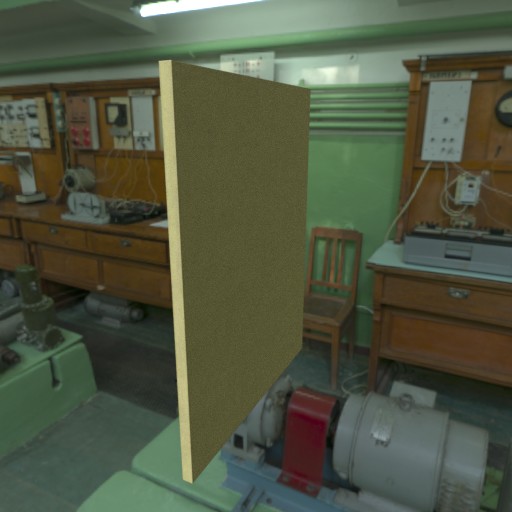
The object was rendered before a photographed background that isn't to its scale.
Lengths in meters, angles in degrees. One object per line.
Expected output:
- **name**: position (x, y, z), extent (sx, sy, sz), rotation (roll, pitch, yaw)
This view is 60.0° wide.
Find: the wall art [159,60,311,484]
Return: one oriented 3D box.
- **wall art**: position (0.000, 0.000, 1.343), extent (0.030, 1.002, 0.798), rotation (8, 18, 25)
